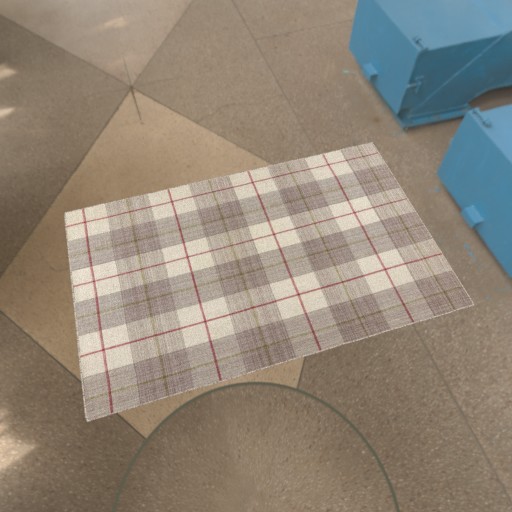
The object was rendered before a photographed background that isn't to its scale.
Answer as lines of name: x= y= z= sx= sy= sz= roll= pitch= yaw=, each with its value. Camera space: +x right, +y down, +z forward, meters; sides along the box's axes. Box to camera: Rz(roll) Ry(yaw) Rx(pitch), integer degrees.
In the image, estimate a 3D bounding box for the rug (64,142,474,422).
rug: x=0.000 y=0.000 z=3.044 sx=2.464 sy=0.010 sz=1.549 roll=-15 pitch=60 yaw=-9
